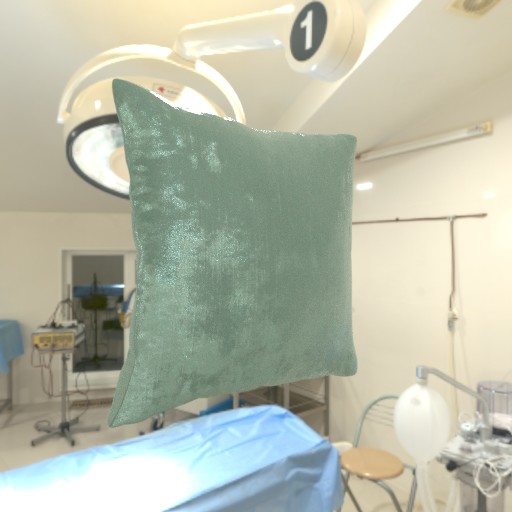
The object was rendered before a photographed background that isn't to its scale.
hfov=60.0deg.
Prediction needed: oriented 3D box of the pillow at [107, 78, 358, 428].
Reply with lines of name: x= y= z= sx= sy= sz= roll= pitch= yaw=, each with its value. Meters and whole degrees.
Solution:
pillow: x=0.000 y=0.000 z=0.717 sx=0.470 sy=0.464 sz=0.175 roll=-1 pitch=1 yaw=-35
